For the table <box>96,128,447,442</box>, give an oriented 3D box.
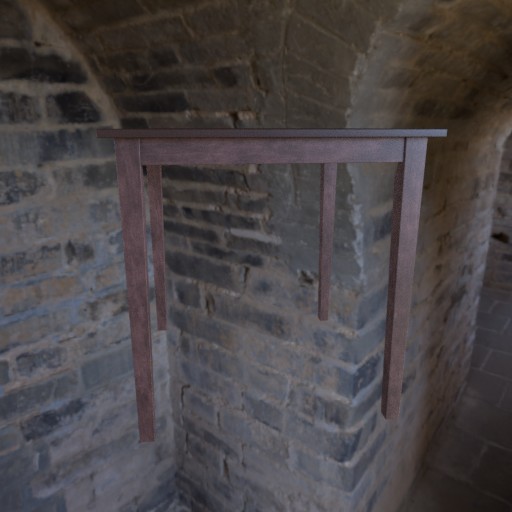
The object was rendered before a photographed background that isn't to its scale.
[{"bbox_3d":[0.000,0.000,1.393,0.749,0.770,0.749,-2,16,-8],"label":"table"}]
